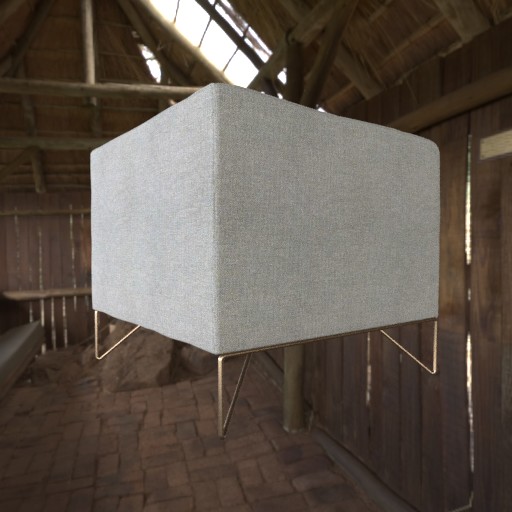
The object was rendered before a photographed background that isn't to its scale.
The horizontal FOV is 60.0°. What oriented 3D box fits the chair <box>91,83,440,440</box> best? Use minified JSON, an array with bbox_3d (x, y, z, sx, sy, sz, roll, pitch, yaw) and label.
[{"bbox_3d":[0.000,0.000,1.589,0.912,0.799,0.920,-1,2,-37],"label":"chair"}]
